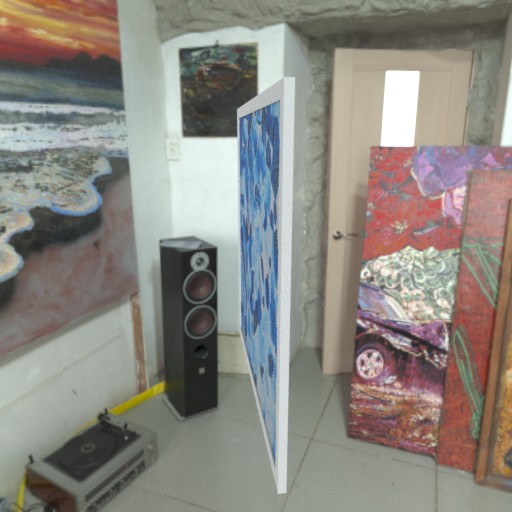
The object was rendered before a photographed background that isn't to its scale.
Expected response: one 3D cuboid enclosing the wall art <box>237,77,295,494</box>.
[{"bbox_3d":[0.000,0.000,0.984,0.015,0.660,0.660,-2,15,-7],"label":"wall art"}]
